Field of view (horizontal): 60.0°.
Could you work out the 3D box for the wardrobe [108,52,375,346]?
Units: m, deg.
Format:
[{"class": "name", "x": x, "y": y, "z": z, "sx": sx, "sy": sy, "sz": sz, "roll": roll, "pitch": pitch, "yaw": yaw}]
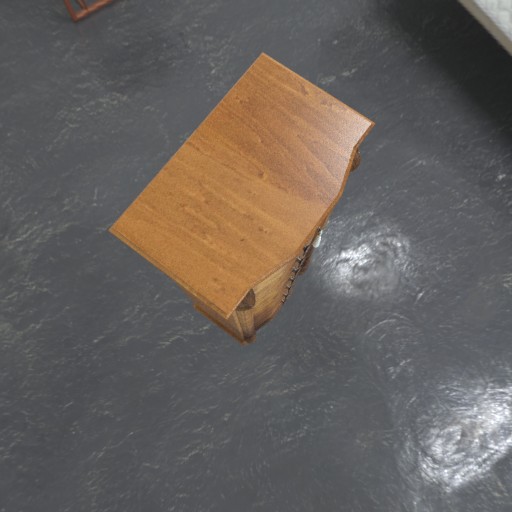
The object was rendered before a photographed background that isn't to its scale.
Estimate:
[{"class": "wardrobe", "x": 0.000, "y": 0.000, "z": 1.170, "sx": 0.273, "sy": 0.959, "sz": 0.406, "roll": 36, "pitch": 78, "yaw": 9}]
